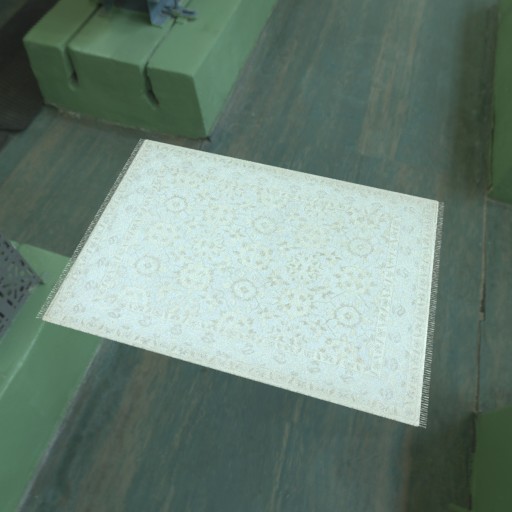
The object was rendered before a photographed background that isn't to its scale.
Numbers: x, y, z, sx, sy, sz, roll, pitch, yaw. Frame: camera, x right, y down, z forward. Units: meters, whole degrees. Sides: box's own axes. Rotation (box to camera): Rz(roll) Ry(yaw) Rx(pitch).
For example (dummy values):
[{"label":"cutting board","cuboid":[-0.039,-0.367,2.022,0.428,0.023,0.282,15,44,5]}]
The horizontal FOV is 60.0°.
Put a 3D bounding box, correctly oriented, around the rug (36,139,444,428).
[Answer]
[{"label":"rug","cuboid":[0.000,0.000,2.795,2.233,0.011,1.514,14,60,8]}]
